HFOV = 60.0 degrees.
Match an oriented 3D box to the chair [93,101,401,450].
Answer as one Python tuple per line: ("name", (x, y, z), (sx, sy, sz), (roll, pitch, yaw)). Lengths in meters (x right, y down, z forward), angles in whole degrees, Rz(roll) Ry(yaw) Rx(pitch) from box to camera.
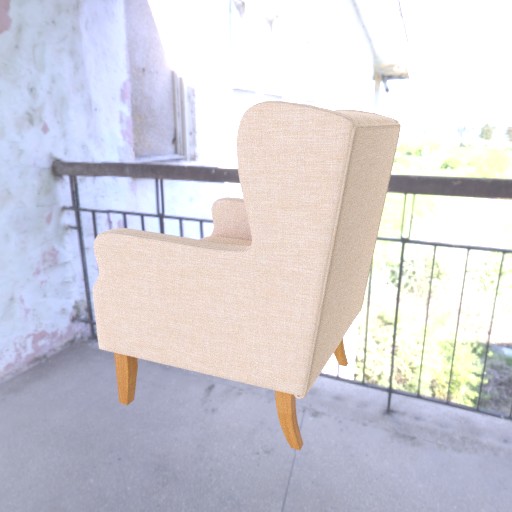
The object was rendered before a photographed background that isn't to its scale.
("chair", (0.000, 0.000, 1.458), (0.760, 0.930, 0.710), (8, 18, 25))
